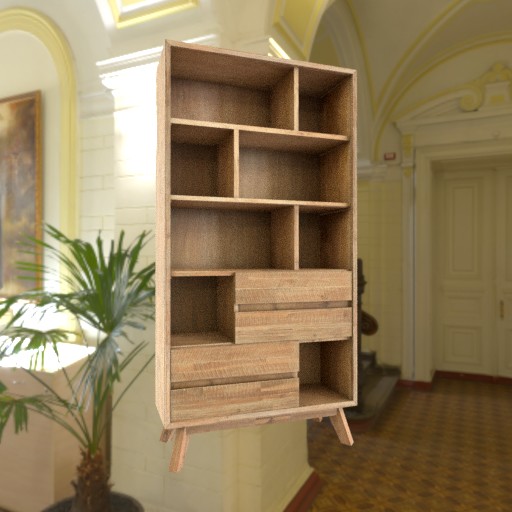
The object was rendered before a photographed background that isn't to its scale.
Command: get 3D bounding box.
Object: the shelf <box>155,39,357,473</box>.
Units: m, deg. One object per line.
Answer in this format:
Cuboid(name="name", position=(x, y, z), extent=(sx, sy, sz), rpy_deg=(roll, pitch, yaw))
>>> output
Cuboid(name="shelf", position=(0.000, 0.000, 1.754), extent=(0.748, 1.471, 0.308), rpy_deg=(0, 0, -19))
